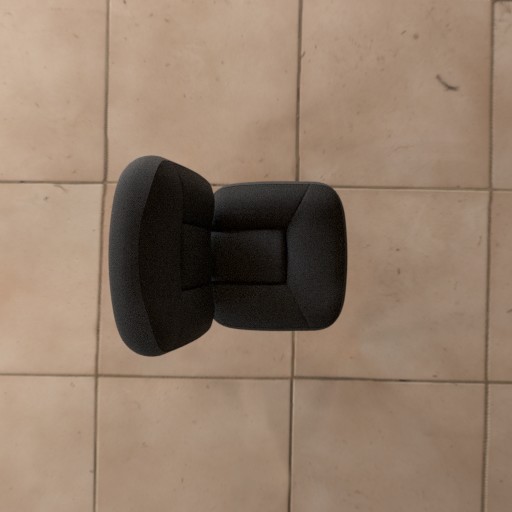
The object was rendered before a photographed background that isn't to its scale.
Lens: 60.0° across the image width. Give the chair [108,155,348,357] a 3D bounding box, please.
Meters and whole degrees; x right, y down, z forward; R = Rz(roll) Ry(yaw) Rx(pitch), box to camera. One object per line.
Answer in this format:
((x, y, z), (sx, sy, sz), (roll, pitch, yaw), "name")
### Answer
((0.000, 0.000, 1.379), (0.610, 0.972, 0.610), (0, 90, 0), "chair")
